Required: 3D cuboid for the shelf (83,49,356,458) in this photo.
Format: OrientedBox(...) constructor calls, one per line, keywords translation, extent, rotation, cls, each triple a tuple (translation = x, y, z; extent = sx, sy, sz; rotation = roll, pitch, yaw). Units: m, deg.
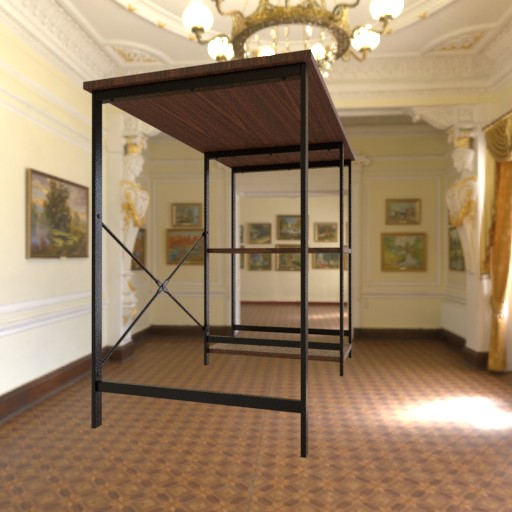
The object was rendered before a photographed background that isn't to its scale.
OrientedBox(translation=(0.000, 0.000, 1.310), extent=(0.498, 0.750, 0.902), rotation=(0, 0, 18), cls="shelf")
